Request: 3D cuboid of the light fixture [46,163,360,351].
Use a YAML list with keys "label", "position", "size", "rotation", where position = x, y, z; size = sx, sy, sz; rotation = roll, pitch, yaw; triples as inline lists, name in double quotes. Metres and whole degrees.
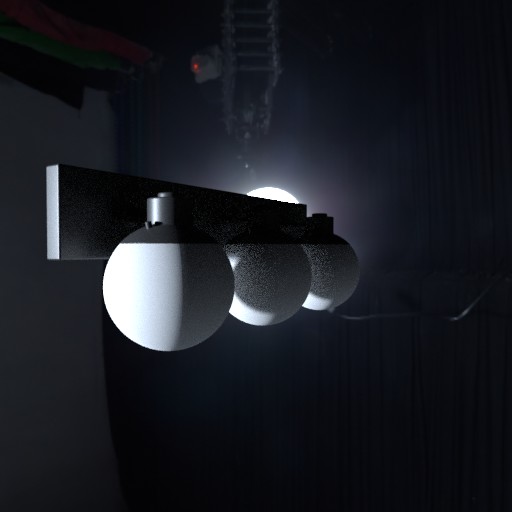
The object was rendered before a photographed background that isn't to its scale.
- label: "light fixture"
  position: [0.000, 0.000, 0.857]
  size: [0.218, 0.263, 0.721]
  rotation: [1, 2, 34]
